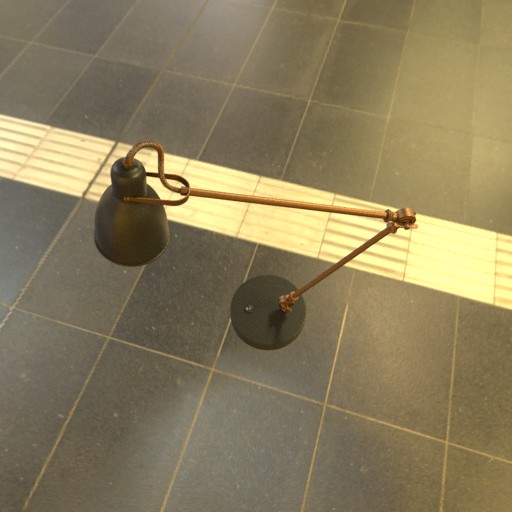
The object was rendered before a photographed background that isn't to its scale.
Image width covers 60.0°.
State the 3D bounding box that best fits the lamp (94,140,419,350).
[{"bbox_3d":[0.000,0.000,0.862,0.561,0.587,0.187,-2,60,-1],"label":"lamp"}]
